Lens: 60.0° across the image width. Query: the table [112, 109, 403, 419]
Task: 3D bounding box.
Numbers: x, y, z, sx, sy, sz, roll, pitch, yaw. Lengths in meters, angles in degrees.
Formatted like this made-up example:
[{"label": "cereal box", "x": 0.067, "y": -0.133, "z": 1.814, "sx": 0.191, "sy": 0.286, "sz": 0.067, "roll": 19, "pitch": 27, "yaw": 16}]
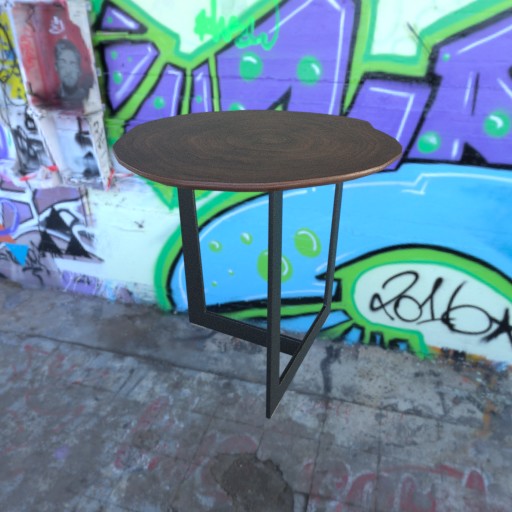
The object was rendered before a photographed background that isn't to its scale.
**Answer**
[{"label": "table", "x": 0.000, "y": 0.000, "z": 0.891, "sx": 0.494, "sy": 0.476, "sz": 0.477, "roll": 8, "pitch": 30, "yaw": 14}]
